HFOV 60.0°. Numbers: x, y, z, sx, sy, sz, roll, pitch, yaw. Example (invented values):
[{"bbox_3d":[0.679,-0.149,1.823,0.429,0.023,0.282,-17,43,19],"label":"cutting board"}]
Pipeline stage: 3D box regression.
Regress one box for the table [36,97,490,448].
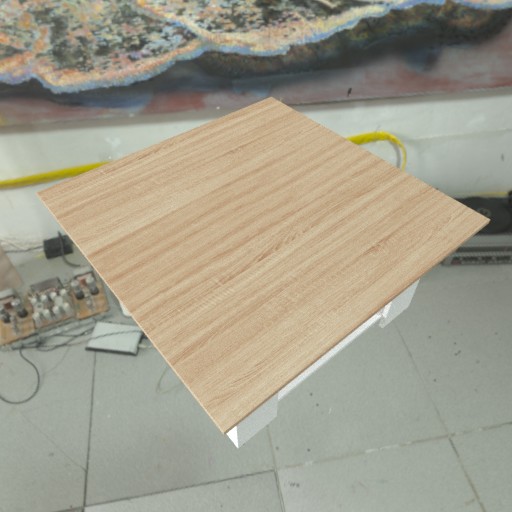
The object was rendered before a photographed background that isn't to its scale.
[{"bbox_3d":[0.000,0.000,1.031,0.670,0.305,0.670,-31,54,-26],"label":"table"}]
